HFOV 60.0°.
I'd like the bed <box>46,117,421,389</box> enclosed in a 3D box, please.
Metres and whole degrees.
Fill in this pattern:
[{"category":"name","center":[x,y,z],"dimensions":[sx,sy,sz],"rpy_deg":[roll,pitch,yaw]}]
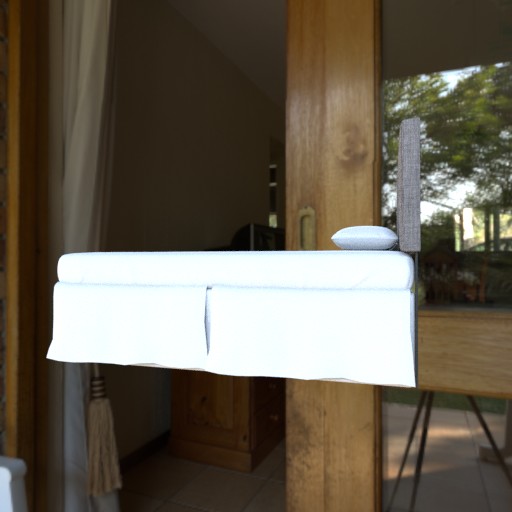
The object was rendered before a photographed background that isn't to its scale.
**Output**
[{"category":"bed","center":[0.000,0.000,2.930],"dimensions":[1.958,1.168,1.621],"rpy_deg":[0,-1,17]}]
